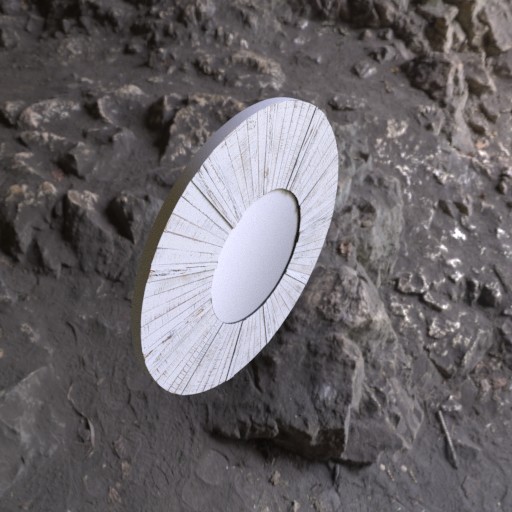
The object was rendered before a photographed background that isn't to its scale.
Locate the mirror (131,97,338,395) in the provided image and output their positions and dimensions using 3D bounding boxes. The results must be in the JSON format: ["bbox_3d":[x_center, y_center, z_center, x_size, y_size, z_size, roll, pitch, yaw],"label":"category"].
[{"bbox_3d":[0.000,0.000,1.333,0.038,0.914,0.914,27,48,27],"label":"mirror"}]
